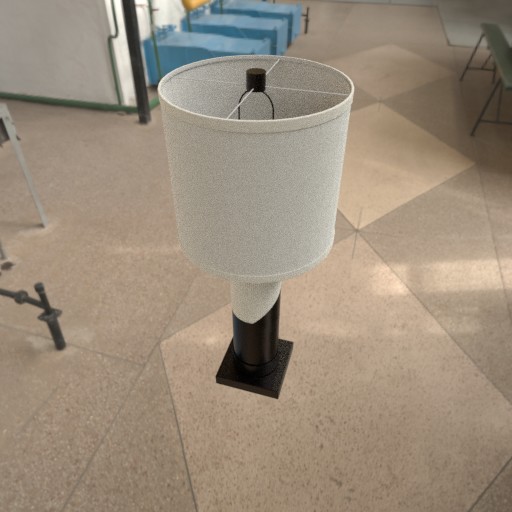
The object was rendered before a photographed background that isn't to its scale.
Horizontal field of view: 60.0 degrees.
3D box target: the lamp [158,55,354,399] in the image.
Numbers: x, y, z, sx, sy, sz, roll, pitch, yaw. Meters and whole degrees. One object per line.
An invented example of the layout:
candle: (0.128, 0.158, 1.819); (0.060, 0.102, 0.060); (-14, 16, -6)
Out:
lamp: (0.000, 0.000, 0.633); (0.211, 0.509, 0.211); (11, 41, 13)
